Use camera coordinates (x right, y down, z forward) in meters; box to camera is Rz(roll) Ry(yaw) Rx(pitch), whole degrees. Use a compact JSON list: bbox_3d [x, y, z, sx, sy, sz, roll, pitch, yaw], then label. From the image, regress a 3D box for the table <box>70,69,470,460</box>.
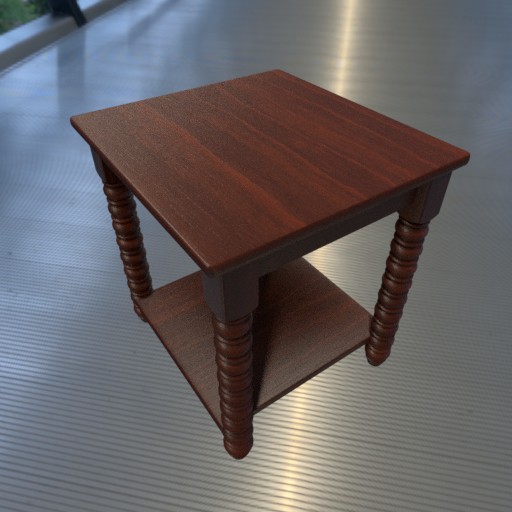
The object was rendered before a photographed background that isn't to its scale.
[{"bbox_3d":[0.000,0.000,0.967,0.500,0.567,0.533,-24,46,-26],"label":"table"}]
